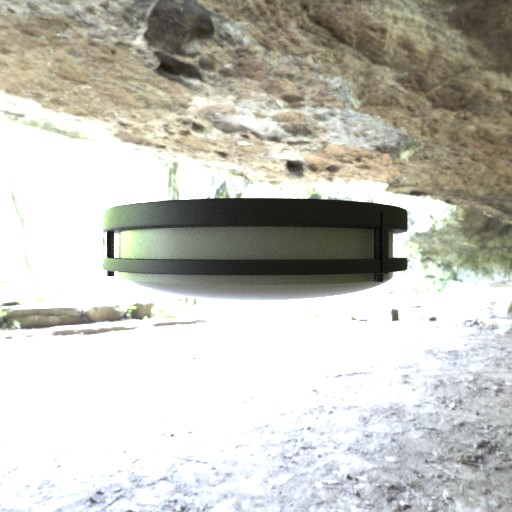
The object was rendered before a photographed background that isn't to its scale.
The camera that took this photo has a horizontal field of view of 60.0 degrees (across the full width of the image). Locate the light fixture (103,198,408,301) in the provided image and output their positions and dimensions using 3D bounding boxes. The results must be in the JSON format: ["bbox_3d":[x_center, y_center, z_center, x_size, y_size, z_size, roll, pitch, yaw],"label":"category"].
[{"bbox_3d":[0.000,0.000,0.548,0.356,0.102,0.356,0,1,0],"label":"light fixture"}]
